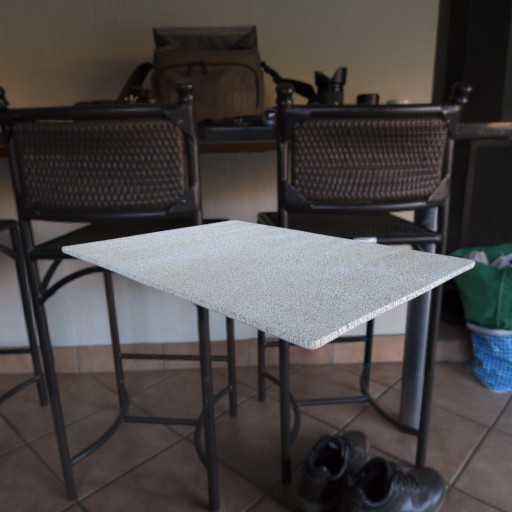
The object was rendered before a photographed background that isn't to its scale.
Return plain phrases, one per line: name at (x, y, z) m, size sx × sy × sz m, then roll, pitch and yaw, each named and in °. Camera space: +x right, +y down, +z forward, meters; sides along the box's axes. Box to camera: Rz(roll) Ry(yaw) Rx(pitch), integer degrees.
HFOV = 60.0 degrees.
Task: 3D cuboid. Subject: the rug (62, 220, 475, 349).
rug at (0.000, 0.000, 2.113) m, size 1.600 × 0.025 × 1.199 m, roll 13°, pitch 19°, yaw 43°
